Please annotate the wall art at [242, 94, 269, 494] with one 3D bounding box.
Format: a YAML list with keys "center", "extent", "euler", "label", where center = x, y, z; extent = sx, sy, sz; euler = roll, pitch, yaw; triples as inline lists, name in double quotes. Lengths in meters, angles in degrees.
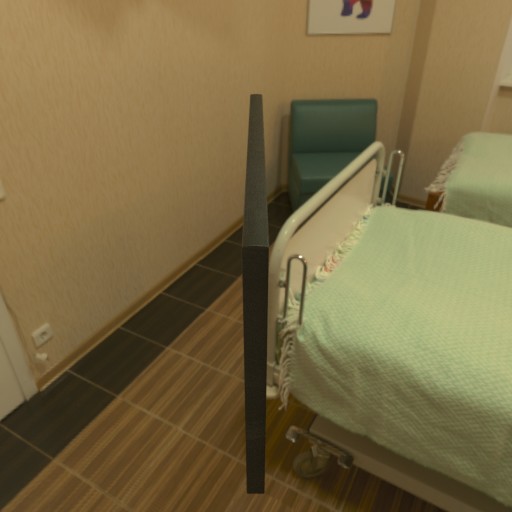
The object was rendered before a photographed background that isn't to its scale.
- center: [0.000, 0.000, 1.154]
  extent: [0.038, 0.612, 0.912]
  euler: [0, 33, 0]
  label: "wall art"
